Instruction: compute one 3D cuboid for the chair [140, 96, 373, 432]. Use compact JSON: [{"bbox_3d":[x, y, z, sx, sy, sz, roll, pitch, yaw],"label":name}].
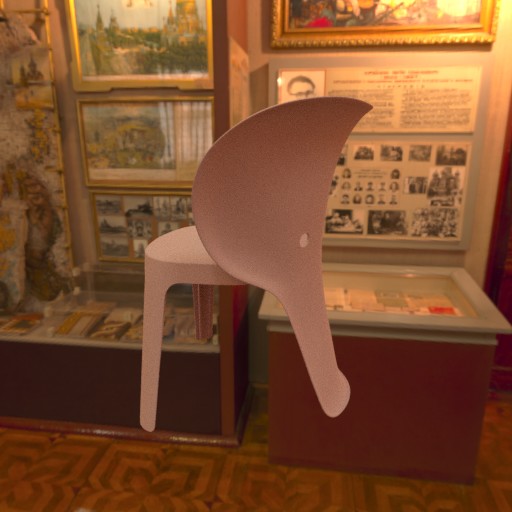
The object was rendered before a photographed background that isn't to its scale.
[{"bbox_3d":[0.000,0.000,0.856,0.402,0.554,0.451,3,16,10],"label":"chair"}]
